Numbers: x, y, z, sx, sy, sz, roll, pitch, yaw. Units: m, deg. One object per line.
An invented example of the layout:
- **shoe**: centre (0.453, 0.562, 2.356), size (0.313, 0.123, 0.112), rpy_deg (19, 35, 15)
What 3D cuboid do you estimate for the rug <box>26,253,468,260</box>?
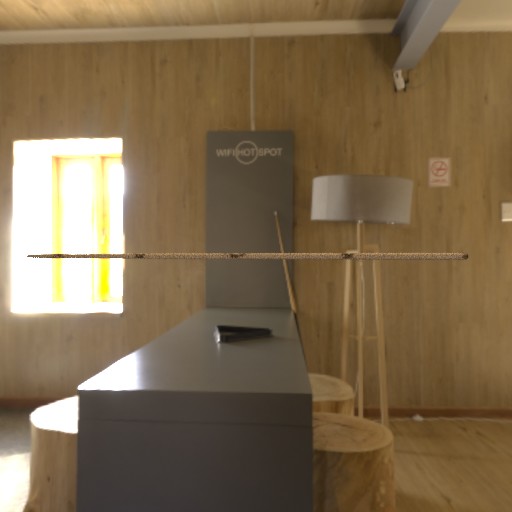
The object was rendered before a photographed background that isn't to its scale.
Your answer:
- **rug**: centre (0.000, 0.000, 3.018), size (2.438, 0.030, 1.524), rpy_deg (0, 0, 18)
